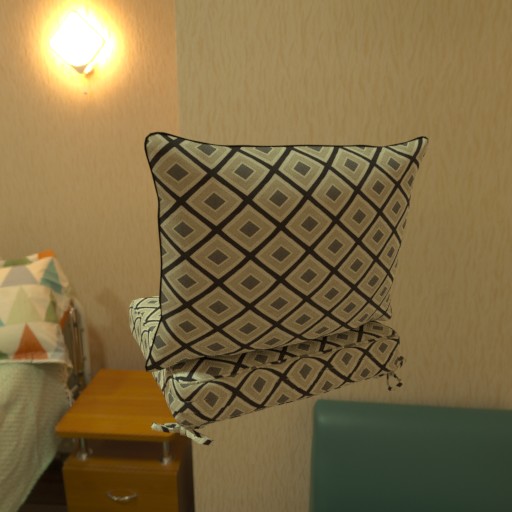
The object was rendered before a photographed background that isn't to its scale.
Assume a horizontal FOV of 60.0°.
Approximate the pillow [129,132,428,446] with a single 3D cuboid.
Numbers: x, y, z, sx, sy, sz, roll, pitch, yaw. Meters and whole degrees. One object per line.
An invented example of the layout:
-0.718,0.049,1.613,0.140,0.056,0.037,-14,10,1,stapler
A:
0.000,0.000,1.370,0.798,0.722,0.733,-7,16,-25,pillow
